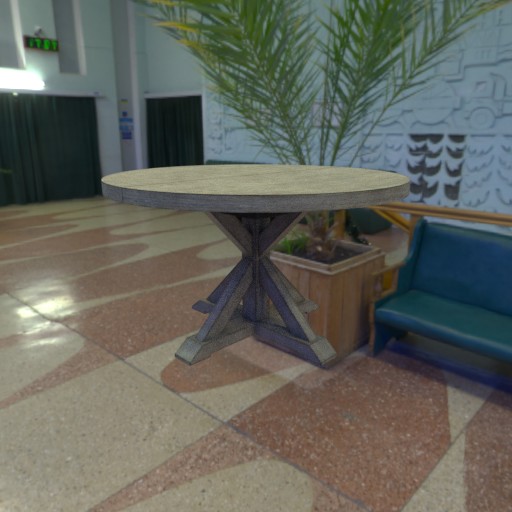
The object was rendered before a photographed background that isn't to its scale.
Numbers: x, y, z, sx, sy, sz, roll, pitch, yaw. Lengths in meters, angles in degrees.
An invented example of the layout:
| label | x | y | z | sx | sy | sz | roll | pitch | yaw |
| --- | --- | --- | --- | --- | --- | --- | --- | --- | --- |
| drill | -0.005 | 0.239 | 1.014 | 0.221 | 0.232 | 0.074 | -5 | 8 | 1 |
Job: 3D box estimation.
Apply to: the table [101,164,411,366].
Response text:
| label | x | y | z | sx | sy | sz | roll | pitch | yaw |
| --- | --- | --- | --- | --- | --- | --- | --- | --- | --- |
| table | 0.000 | 0.000 | 2.158 | 1.363 | 0.781 | 1.363 | 0 | 16 | 0 |
